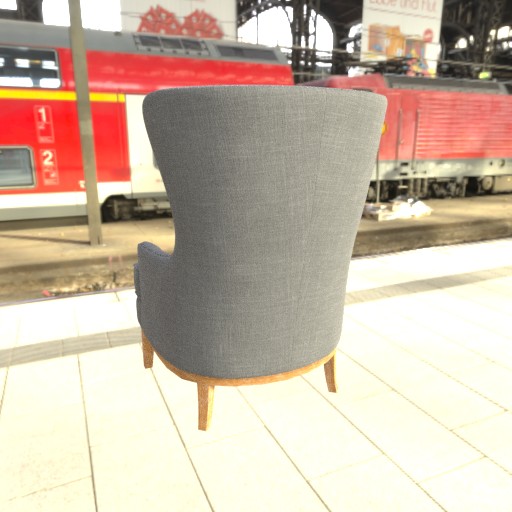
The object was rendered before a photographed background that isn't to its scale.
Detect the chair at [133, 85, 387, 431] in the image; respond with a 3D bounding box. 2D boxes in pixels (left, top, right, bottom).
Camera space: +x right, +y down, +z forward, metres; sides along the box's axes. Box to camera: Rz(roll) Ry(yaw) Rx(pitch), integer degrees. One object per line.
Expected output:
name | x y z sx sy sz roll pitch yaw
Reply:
chair | 0.000 0.000 1.751 0.864 1.176 0.883 -7 16 -25
